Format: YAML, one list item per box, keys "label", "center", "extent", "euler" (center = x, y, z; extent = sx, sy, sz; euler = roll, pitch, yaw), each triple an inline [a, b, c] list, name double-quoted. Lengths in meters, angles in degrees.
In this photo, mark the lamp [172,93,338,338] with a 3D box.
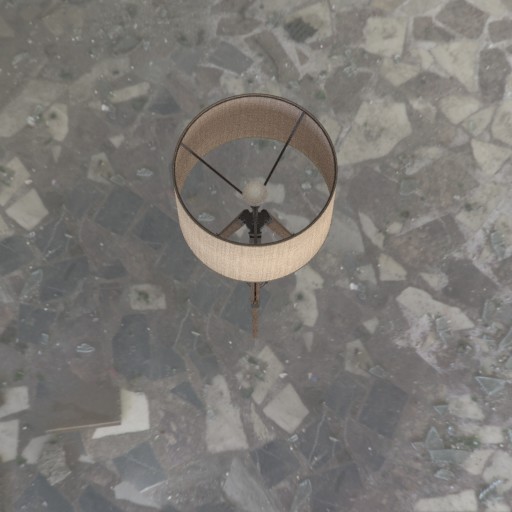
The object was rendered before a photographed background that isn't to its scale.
- label: "lamp"
  center: [0.000, 0.000, 1.847]
  extent: [0.604, 1.510, 0.587]
  euler: [-1, 76, 0]
